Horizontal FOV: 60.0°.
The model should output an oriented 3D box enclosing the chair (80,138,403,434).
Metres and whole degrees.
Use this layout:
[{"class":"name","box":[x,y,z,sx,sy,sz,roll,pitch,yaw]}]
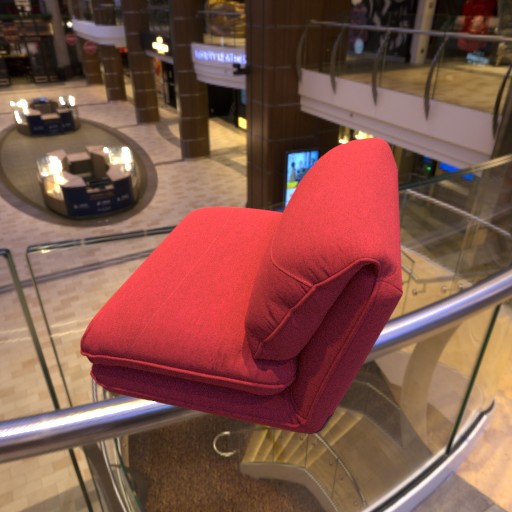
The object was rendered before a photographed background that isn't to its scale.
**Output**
[{"class":"chair","box":[0.000,0.000,1.340,0.780,0.580,0.820,8,31,13]}]
